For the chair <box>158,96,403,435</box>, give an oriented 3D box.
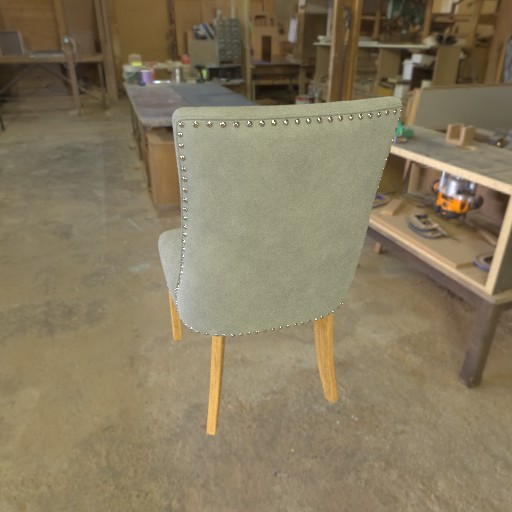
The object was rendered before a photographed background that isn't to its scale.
[{"bbox_3d":[0.000,0.000,1.254,0.495,0.902,0.610,-9,29,-16],"label":"chair"}]
